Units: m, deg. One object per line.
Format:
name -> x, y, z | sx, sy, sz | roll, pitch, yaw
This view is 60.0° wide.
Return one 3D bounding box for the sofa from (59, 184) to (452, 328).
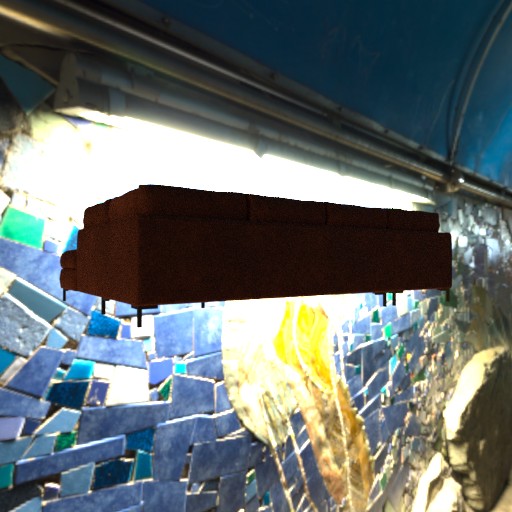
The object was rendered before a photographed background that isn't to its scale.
sofa -> 0.000, 0.000, 3.710 | 2.736, 0.757, 1.879 | 0, -1, -34
